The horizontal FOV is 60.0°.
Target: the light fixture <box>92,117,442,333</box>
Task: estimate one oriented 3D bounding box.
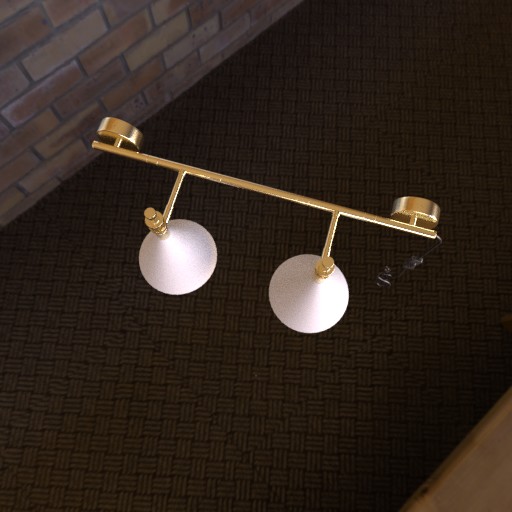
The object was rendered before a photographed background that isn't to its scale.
[{"bbox_3d":[0.000,0.000,0.885,0.642,0.468,0.239,15,75,4],"label":"light fixture"}]
